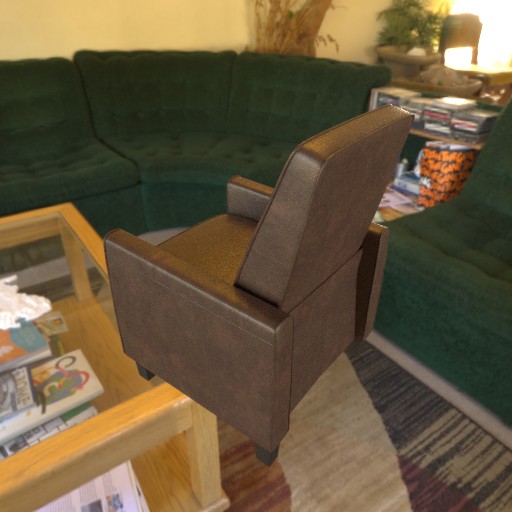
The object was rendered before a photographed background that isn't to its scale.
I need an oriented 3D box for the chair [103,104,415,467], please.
[{"bbox_3d":[0.000,0.000,1.506,0.746,1.013,0.705,22,37,31],"label":"chair"}]
